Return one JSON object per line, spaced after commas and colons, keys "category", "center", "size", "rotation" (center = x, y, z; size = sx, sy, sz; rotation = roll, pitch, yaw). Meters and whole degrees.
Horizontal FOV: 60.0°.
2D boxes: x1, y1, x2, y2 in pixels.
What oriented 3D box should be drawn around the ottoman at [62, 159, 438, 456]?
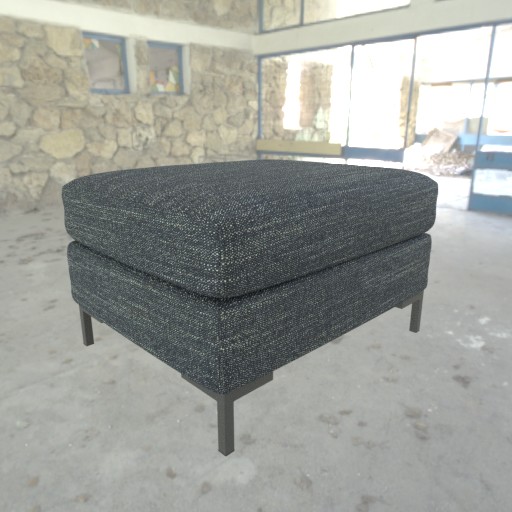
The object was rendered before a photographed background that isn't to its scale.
{"category": "ottoman", "center": [0.000, 0.000, 1.224], "size": [0.814, 0.491, 0.667], "rotation": [-15, 22, -42]}
